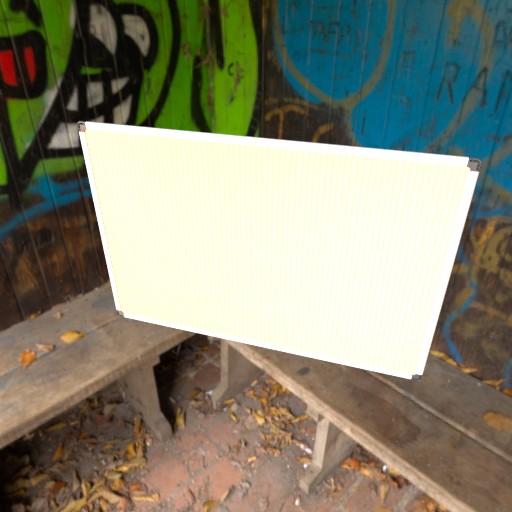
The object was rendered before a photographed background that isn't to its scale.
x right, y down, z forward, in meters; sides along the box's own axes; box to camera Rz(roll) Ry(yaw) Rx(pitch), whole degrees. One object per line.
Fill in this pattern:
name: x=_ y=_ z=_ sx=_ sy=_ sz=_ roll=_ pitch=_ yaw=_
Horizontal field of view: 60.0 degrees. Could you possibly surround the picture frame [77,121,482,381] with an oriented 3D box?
picture frame: x=0.000 y=0.000 z=1.110 sx=0.900 sy=0.600 sz=0.010 roll=9 pitch=33 yaw=15
